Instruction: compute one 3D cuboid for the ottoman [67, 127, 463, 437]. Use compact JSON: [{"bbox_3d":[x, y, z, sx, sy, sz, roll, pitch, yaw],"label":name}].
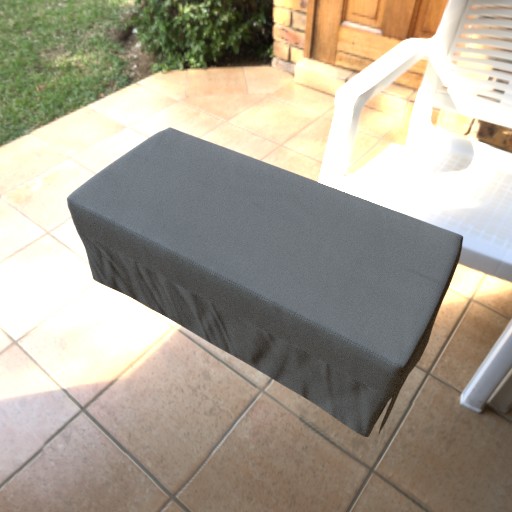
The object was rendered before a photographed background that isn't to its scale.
[{"bbox_3d":[0.000,0.000,1.753,1.388,0.457,0.665,25,52,21],"label":"ottoman"}]
